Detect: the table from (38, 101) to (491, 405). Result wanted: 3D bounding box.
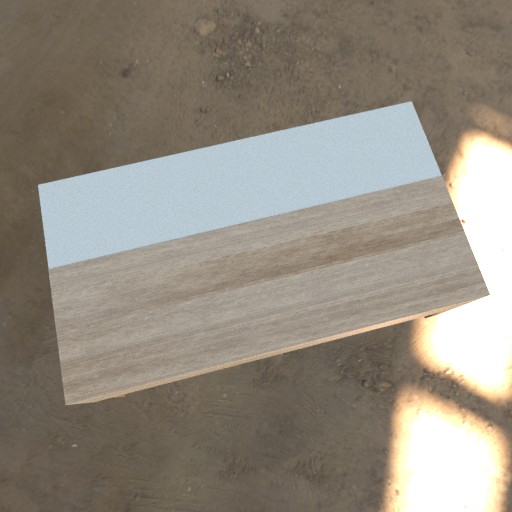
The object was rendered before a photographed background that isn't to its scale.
[{"bbox_3d":[0.000,0.000,1.357,1.100,0.350,0.600,-14,74,-4],"label":"table"}]
